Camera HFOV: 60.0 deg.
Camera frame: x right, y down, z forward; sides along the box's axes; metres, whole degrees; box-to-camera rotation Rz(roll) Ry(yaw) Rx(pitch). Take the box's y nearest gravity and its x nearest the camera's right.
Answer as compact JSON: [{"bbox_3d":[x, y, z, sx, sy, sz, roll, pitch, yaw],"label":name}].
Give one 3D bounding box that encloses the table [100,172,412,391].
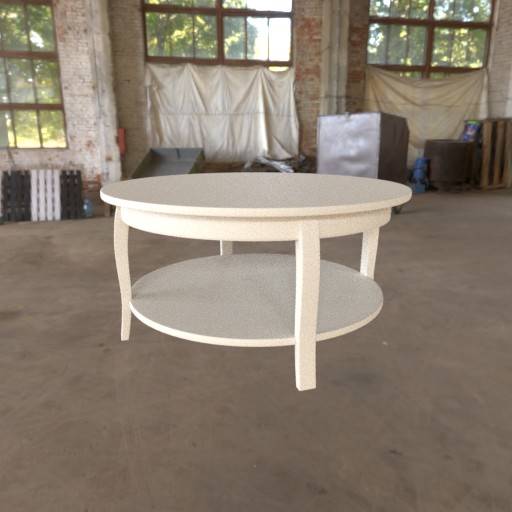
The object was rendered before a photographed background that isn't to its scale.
[{"bbox_3d":[0.000,0.000,1.427,0.910,0.457,0.910,0,15,0],"label":"table"}]
